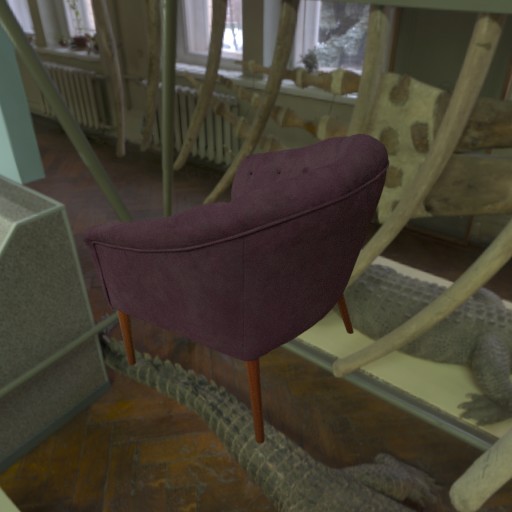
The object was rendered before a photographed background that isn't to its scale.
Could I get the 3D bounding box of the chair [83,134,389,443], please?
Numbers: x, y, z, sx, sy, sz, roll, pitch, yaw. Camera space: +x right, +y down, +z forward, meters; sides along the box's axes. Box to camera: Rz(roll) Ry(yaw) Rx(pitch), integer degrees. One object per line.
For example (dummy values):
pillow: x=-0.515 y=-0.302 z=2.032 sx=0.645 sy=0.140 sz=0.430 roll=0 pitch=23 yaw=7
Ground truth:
chair: x=0.000 y=0.000 z=1.538 sx=0.776 sy=0.885 sz=0.851 roll=22 pitch=38 yaw=30
